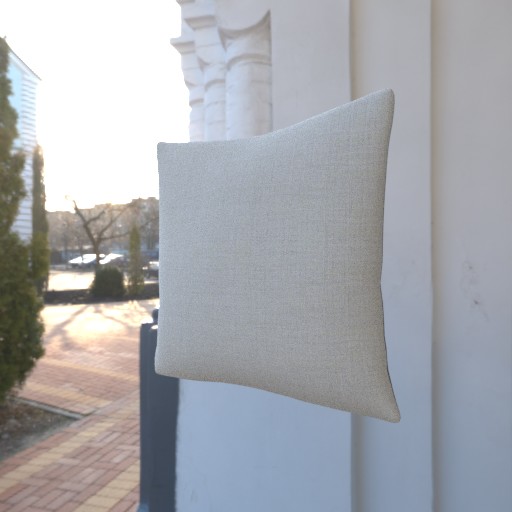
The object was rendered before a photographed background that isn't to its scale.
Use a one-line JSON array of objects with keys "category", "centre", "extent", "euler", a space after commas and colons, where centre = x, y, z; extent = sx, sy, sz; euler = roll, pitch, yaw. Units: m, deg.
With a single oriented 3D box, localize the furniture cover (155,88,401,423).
[{"category": "furniture cover", "centre": [0.000, 0.000, 0.671], "extent": [0.435, 0.420, 0.145], "euler": [0, 0, 35]}]
